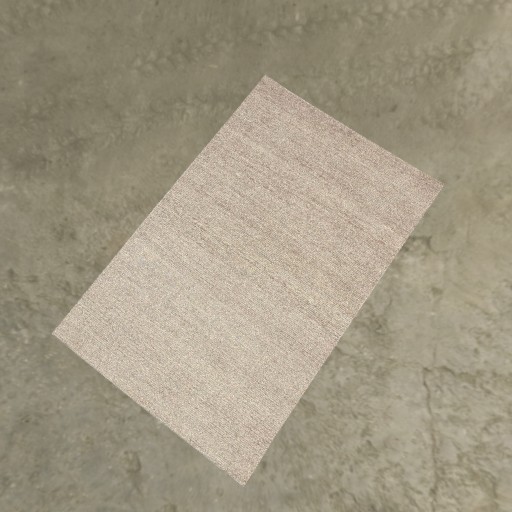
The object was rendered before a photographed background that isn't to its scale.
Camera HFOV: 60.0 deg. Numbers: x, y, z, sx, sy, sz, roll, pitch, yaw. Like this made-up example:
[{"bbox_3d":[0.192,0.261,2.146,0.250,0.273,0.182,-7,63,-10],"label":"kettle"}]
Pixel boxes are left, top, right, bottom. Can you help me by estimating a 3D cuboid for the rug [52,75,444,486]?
[{"bbox_3d":[0.000,0.000,2.235,1.154,0.021,1.792,35,78,8],"label":"rug"}]
